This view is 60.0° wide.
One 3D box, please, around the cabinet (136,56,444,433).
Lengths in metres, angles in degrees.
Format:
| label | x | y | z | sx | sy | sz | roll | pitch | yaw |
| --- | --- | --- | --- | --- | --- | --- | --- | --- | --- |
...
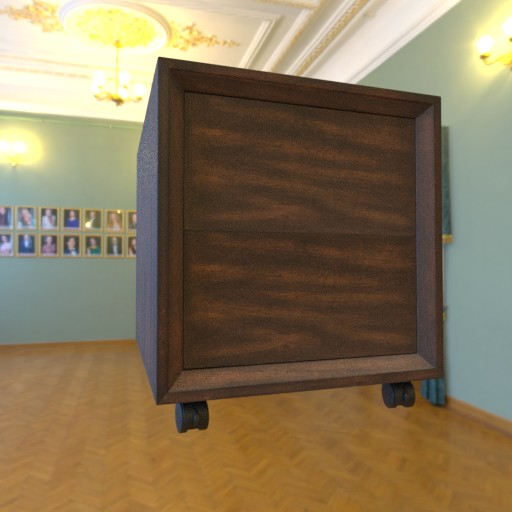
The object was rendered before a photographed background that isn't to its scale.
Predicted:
| label | x | y | z | sx | sy | sz | roll | pitch | yaw |
| --- | --- | --- | --- | --- | --- | --- | --- | --- | --- |
| cabinet | 0.000 | 0.000 | 0.812 | 0.402 | 0.455 | 0.500 | 0 | -1 | -18 |
